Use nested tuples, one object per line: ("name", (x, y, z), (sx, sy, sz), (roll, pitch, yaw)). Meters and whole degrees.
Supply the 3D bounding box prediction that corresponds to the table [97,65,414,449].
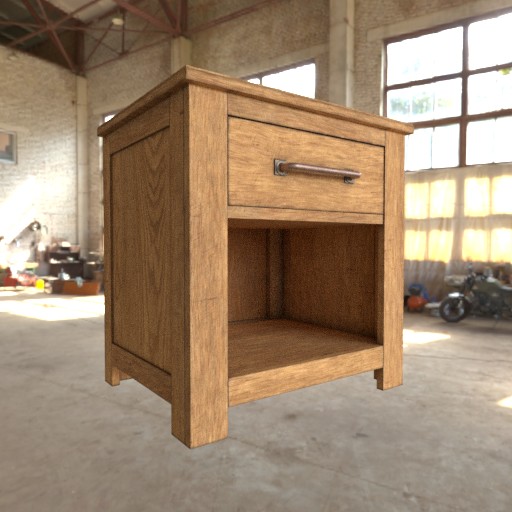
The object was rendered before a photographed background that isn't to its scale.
("table", (0.000, 0.000, 1.066), (0.601, 0.625, 0.494), (-1, 2, -36))
